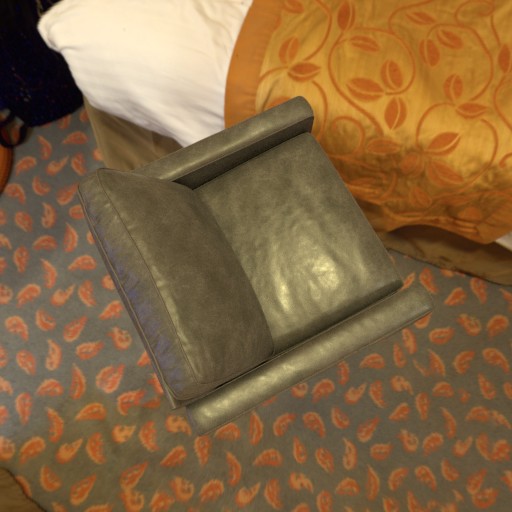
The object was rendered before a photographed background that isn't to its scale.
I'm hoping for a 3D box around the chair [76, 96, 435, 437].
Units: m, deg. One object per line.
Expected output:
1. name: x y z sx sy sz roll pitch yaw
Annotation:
1. chair: 0.000 0.000 1.719 0.939 0.916 1.006 -26 76 -7
